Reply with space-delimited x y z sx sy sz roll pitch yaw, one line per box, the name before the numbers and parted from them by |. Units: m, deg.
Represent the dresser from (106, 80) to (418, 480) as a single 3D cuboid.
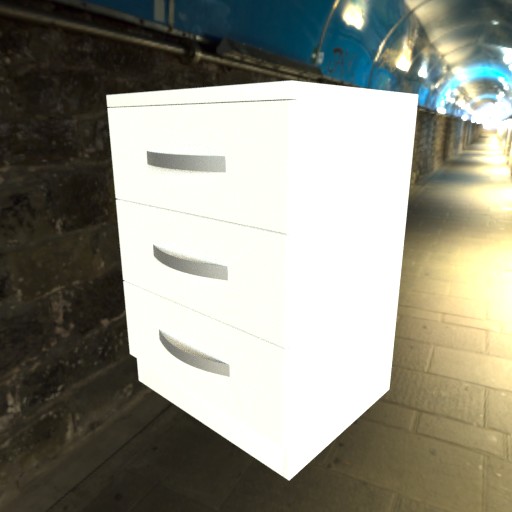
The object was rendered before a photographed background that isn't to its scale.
dresser | 0.000 0.000 0.816 0.400 0.560 0.360 15 22 40
